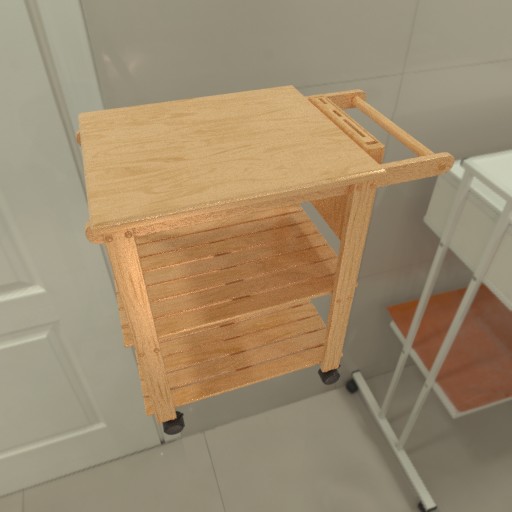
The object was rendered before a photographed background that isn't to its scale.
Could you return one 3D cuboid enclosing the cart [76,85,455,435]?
[{"bbox_3d":[0.000,0.000,1.342,0.843,0.816,0.520,-13,43,-14],"label":"cart"}]
